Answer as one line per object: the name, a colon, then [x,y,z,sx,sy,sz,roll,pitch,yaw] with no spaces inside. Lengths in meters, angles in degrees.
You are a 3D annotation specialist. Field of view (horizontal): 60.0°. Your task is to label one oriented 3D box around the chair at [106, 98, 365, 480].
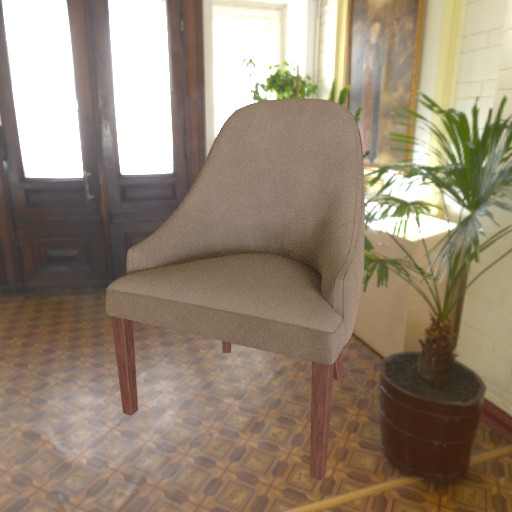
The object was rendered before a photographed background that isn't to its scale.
chair: [0.000,0.000,1.279,0.643,0.889,0.575,7,18,24]
